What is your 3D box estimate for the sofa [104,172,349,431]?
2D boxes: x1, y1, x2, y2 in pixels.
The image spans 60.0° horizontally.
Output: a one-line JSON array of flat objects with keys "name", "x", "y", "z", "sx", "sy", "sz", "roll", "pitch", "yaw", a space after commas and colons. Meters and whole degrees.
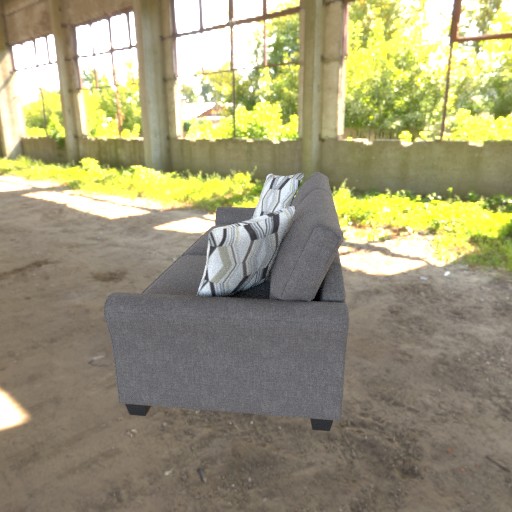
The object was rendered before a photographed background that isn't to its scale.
[{"name": "sofa", "x": 0.000, "y": 0.000, "z": 2.519, "sx": 0.889, "sy": 0.813, "sz": 2.032, "roll": 2, "pitch": 16, "yaw": 7}]
